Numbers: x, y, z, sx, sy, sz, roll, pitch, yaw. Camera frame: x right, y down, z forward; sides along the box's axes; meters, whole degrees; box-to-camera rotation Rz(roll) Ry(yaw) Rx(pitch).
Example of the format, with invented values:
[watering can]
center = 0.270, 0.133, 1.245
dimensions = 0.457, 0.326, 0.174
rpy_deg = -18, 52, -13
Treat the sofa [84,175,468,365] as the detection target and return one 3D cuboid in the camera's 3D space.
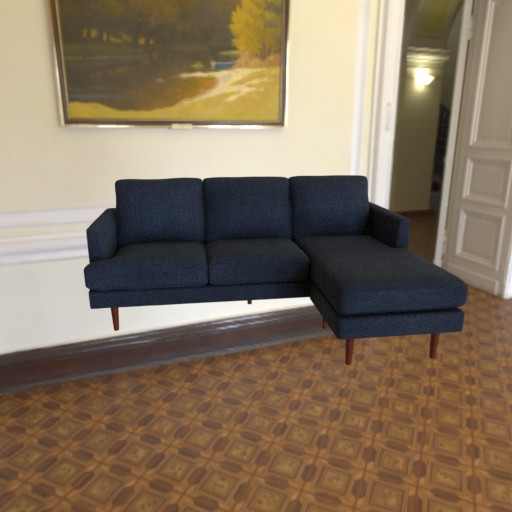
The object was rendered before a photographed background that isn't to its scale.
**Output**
[sofa]
center = 0.000, 0.000, 3.044
dimensions = 2.233, 0.956, 1.504
rpy_deg = -2, 17, -8
